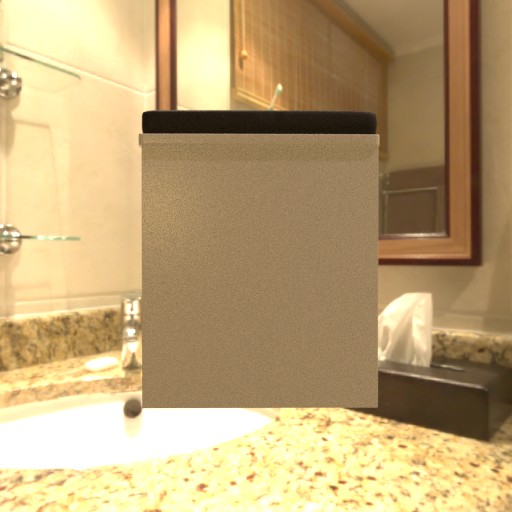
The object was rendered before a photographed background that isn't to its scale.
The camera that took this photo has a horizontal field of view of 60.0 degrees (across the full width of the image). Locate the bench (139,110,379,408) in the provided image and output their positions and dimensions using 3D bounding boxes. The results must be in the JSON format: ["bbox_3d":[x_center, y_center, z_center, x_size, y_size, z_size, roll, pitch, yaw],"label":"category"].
[{"bbox_3d":[0.000,0.000,1.182,0.401,0.500,0.899,0,0,-1],"label":"bench"}]
